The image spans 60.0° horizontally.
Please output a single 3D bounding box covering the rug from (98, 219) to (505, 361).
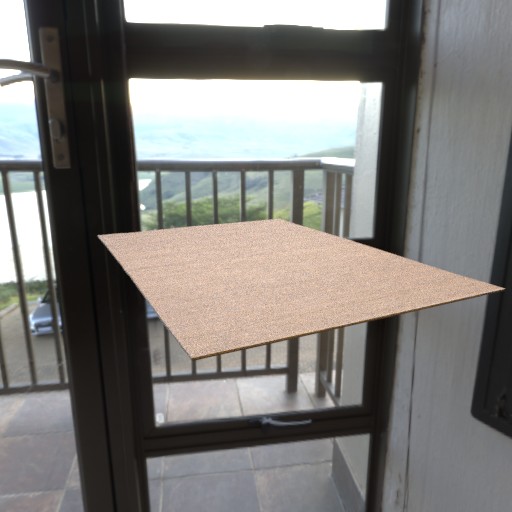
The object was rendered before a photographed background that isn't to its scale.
[{"bbox_3d":[0.000,0.000,2.808,1.624,0.030,2.264,-7,16,-26],"label":"rug"}]
